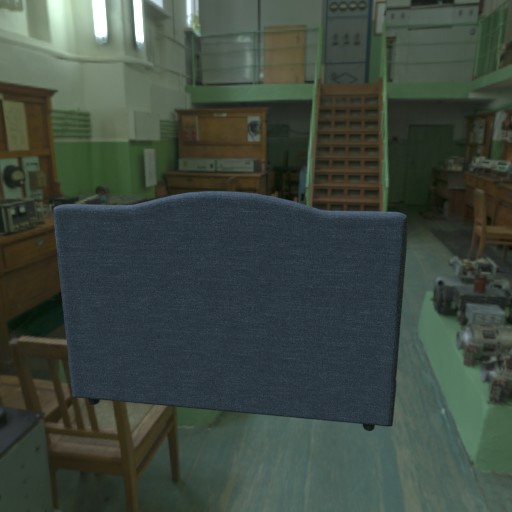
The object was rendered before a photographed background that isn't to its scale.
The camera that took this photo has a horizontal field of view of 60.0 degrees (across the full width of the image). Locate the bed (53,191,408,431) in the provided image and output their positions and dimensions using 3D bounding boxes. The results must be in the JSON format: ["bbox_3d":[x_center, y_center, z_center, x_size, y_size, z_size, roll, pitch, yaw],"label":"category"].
[{"bbox_3d":[0.000,0.000,3.930,2.161,1.457,2.689,2,16,8],"label":"bed"}]
